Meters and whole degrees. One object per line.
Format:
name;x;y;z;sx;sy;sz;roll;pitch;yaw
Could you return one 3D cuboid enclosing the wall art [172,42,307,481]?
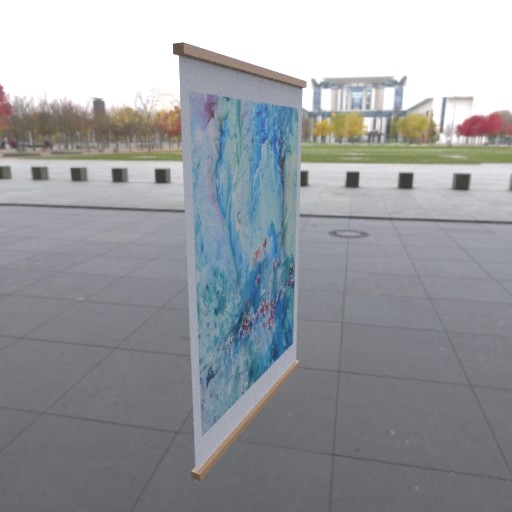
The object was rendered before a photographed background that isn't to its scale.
wall art;0.000;0.000;0.770;0.016;0.611;0.401;7;16;26
